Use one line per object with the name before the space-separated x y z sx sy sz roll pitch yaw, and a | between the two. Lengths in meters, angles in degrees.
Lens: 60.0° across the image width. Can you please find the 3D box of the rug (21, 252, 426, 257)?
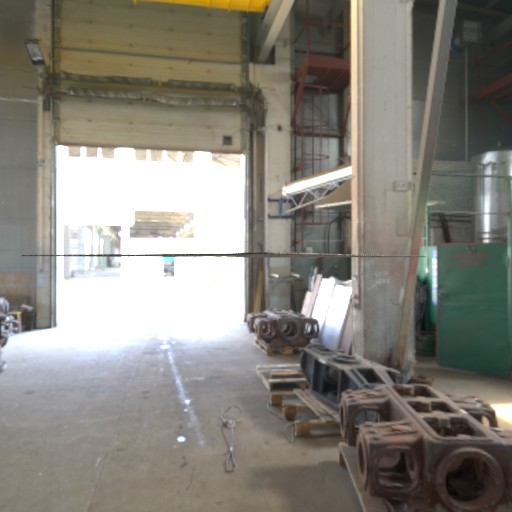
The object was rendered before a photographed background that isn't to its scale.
rug | 0.000 0.000 5.324 2.997 0.020 4.093 0 -1 34
